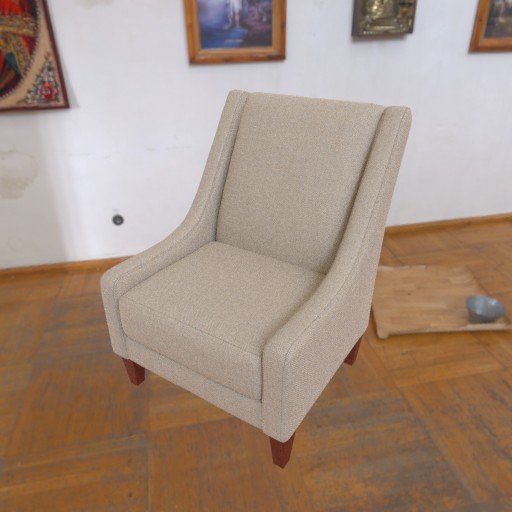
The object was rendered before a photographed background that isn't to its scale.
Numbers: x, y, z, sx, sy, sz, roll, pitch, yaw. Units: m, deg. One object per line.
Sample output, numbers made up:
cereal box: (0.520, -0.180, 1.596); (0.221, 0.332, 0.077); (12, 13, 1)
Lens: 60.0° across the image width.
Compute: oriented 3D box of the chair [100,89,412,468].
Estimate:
chair: (0.000, 0.000, 1.630); (0.774, 1.014, 0.870); (17, 33, 29)
